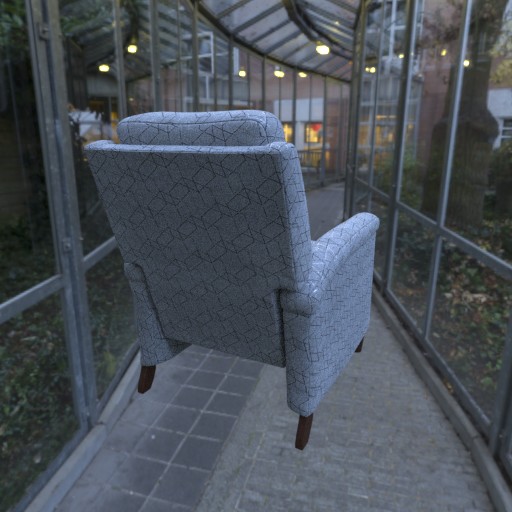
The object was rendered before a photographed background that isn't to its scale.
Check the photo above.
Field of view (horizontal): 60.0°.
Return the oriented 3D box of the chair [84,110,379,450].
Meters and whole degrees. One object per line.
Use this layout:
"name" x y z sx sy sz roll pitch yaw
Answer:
"chair" 0.000 0.000 1.727 0.753 1.048 0.987 8 17 27
